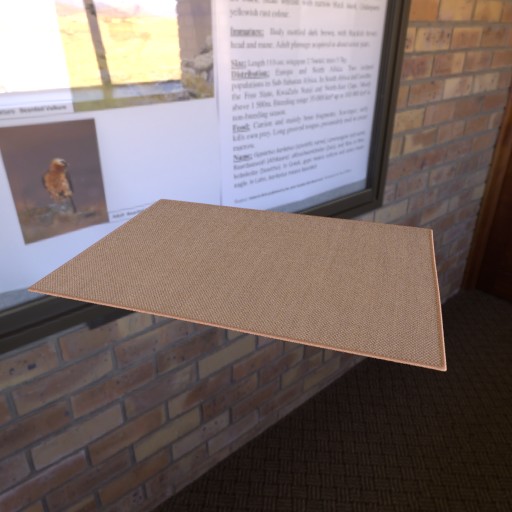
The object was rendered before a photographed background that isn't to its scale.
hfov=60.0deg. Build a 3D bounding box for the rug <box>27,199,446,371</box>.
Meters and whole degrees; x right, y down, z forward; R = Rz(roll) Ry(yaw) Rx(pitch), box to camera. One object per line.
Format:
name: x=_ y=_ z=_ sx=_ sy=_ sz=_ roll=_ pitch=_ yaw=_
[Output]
rug: x=0.000 y=0.000 z=2.762 sx=2.134 sy=0.013 sz=1.524 roll=8 pitch=28 yaw=15
